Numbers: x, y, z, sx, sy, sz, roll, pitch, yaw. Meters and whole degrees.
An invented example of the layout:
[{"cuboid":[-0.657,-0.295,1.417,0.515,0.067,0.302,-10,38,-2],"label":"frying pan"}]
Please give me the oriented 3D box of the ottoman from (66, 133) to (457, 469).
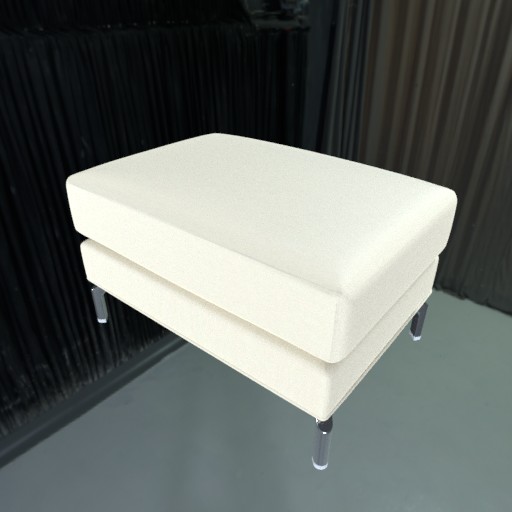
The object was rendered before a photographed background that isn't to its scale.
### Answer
[{"cuboid":[0.000,0.000,1.211,0.835,0.497,0.581,22,37,33],"label":"ottoman"}]
